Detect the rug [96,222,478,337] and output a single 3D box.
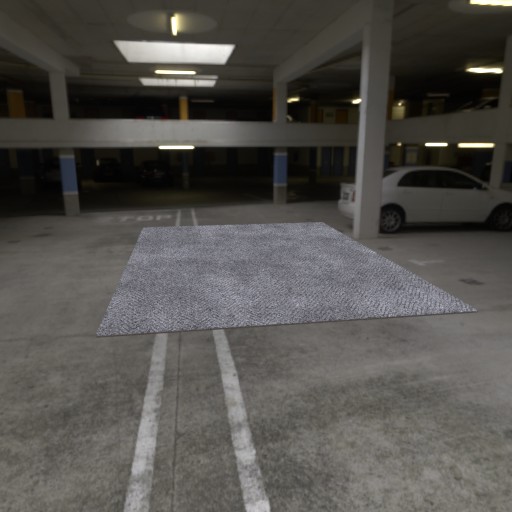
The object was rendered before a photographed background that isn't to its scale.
[{"bbox_3d":[0.000,0.000,2.870,1.600,0.008,2.235,-2,15,-9],"label":"rug"}]
